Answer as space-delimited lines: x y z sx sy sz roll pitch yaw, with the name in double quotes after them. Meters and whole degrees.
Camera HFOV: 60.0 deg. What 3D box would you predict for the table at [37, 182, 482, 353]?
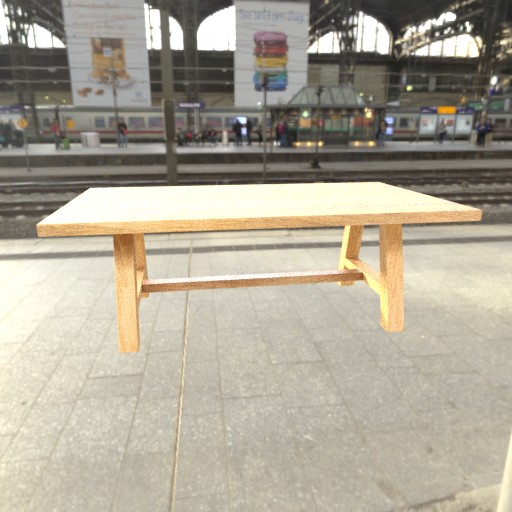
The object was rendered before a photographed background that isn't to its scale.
0.000 0.000 1.715 1.320 0.455 0.760 -3 16 -9 "table"
